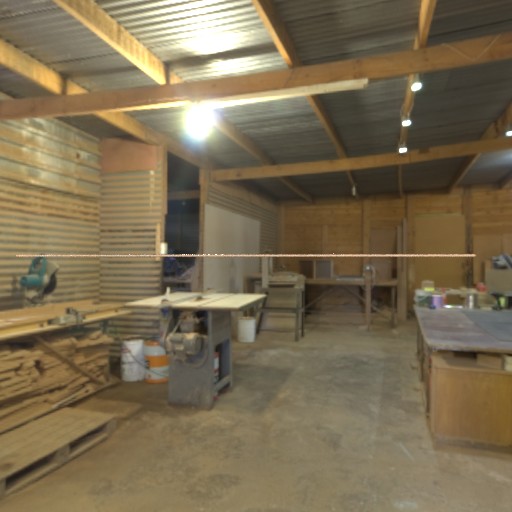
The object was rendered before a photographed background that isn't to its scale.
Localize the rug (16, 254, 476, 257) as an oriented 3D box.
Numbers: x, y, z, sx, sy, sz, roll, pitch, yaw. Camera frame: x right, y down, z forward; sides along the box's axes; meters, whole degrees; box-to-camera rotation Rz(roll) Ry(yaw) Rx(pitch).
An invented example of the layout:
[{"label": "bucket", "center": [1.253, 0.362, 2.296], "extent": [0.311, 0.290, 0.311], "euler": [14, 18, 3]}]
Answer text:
[{"label": "rug", "center": [0.000, 0.000, 2.253], "extent": [1.829, 0.009, 1.219], "euler": [0, 0, 17]}]
